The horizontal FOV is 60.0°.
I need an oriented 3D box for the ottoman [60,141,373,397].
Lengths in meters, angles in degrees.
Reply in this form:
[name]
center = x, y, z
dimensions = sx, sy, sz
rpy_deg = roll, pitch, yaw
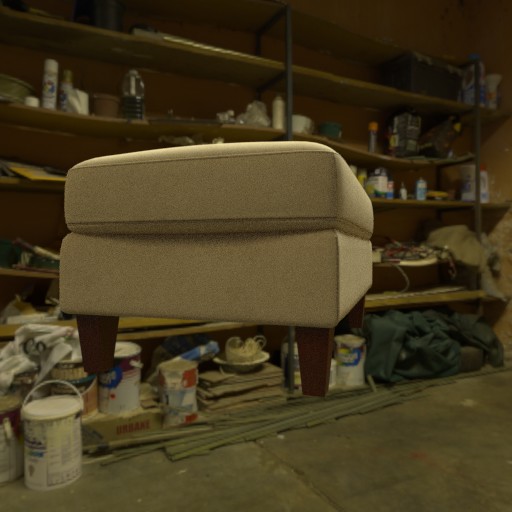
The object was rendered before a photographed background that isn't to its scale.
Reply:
[ottoman]
center = 0.000, 0.000, 1.216
dimensions = 0.584, 0.483, 0.864
rpy_deg = 0, 1, 18
